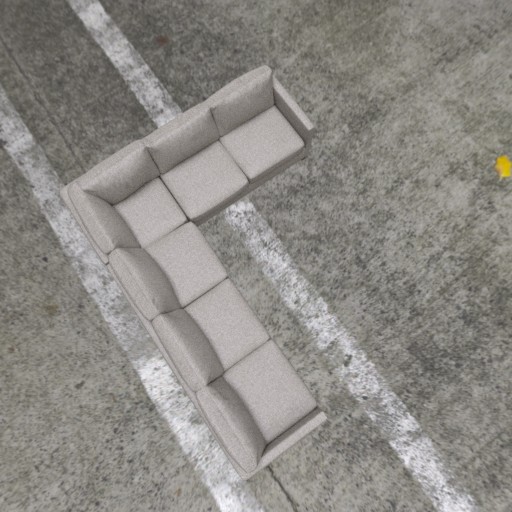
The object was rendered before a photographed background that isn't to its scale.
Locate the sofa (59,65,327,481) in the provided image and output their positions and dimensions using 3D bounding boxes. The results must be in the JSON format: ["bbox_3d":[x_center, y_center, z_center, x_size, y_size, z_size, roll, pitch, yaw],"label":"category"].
[{"bbox_3d":[0.000,0.000,4.511,2.593,0.947,3.302,-34,78,-8],"label":"sofa"}]
